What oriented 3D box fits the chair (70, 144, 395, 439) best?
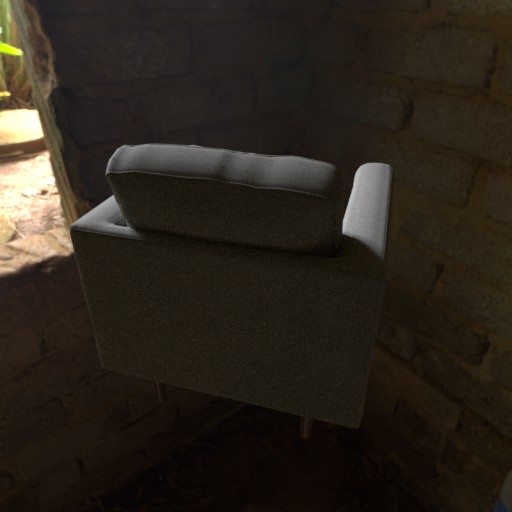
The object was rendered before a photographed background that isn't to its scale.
[{"bbox_3d":[0.000,0.000,1.538,0.855,0.927,0.800,9,33,14],"label":"chair"}]
